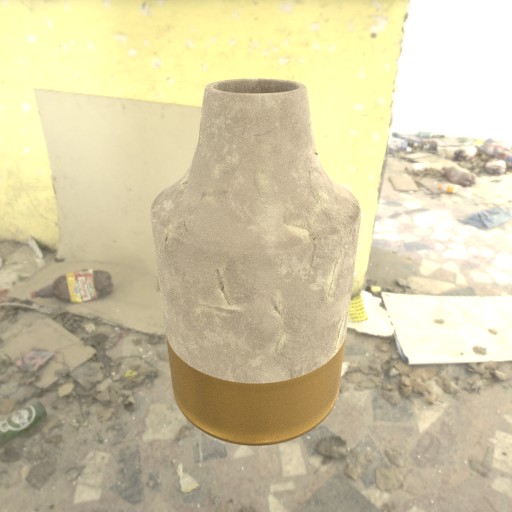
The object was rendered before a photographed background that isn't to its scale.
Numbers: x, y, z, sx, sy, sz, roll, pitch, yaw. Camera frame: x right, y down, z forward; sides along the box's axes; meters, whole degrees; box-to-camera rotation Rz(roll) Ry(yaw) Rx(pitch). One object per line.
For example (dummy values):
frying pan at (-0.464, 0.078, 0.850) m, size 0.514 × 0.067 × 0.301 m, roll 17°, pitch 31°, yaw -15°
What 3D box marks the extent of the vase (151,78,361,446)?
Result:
vase at (0.000, 0.000, 0.419) m, size 0.184 × 0.305 × 0.184 m, roll 0°, pitch 30°, yaw 0°
